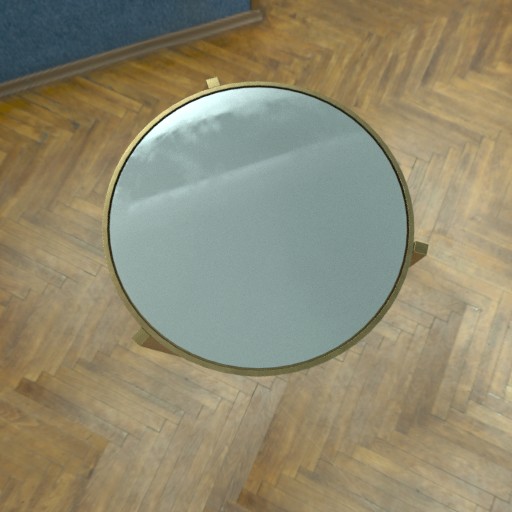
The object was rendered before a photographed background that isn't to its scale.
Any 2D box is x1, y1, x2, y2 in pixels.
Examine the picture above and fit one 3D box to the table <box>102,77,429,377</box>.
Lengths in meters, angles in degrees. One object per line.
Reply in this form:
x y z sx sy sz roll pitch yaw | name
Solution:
0.000 0.000 0.461 0.231 0.269 0.243 -17 75 -5 | table
